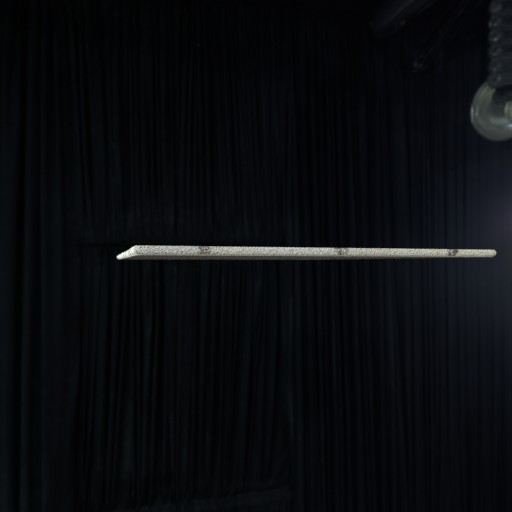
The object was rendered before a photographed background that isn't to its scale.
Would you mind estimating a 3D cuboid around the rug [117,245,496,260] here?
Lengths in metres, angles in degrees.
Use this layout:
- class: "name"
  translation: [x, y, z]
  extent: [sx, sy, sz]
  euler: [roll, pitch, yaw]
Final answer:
- class: "rug"
  translation: [0.000, 0.000, 2.066]
  extent: [1.200, 0.025, 1.600]
  euler: [0, -1, -19]
